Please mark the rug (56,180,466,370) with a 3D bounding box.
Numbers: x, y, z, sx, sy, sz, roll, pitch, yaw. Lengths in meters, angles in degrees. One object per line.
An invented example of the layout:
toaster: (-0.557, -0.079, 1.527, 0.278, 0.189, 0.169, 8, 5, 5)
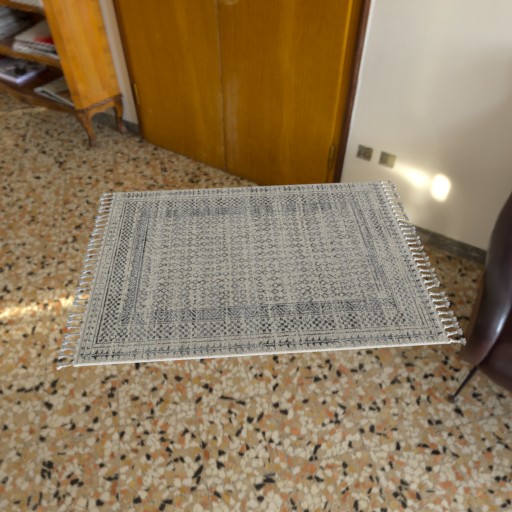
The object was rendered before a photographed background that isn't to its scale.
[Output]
rug: (0.000, 0.000, 2.401, 1.872, 0.013, 1.243, -3, 46, -3)
